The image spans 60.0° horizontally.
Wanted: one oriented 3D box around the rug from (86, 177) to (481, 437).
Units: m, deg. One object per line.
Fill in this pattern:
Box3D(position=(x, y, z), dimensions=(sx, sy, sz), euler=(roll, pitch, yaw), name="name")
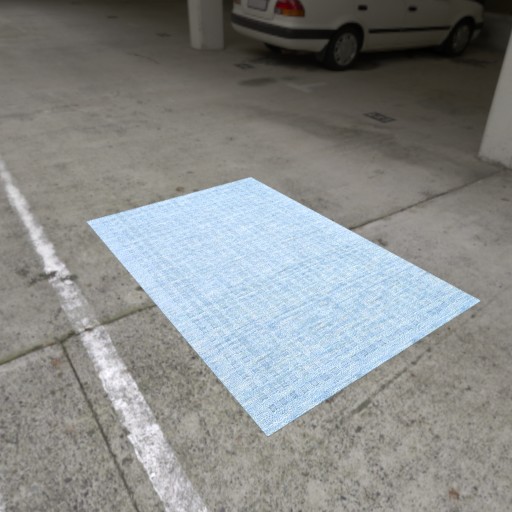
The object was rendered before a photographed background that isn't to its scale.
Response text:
Box3D(position=(0.000, 0.000, 2.945), dimensions=(1.522, 0.006, 2.286), euler=(-21, 38, -30), name="rug")
